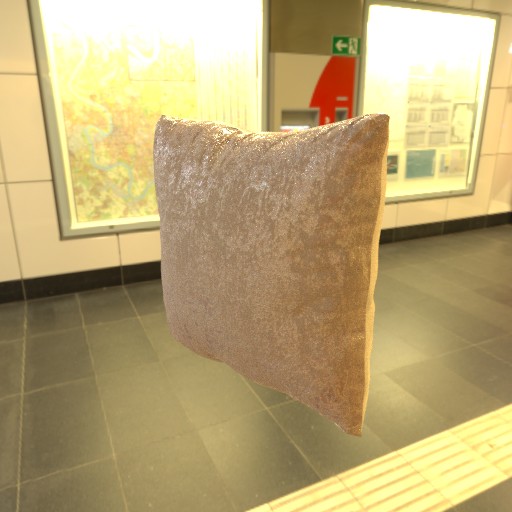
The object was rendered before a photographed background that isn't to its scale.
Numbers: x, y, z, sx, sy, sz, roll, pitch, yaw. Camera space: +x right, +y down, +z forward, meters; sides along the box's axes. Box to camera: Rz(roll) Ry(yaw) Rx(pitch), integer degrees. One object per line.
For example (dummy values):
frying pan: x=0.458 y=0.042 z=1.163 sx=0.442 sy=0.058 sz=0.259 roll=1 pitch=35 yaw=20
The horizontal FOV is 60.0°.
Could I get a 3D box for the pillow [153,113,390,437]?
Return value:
pillow: x=0.000 y=0.000 z=0.729 sx=0.450 sy=0.448 sz=0.245 roll=17 pitch=25 yaw=42
